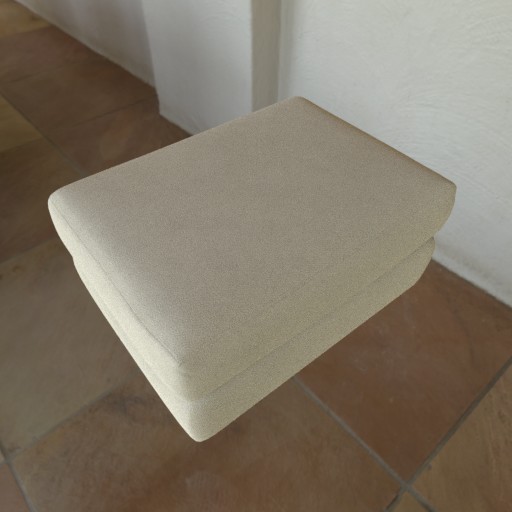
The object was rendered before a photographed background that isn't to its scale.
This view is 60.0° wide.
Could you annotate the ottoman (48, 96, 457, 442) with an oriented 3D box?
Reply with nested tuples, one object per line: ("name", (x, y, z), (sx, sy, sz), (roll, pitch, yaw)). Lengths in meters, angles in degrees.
("ottoman", (0.000, 0.000, 1.127), (0.773, 0.504, 0.569), (-30, 53, -25))
